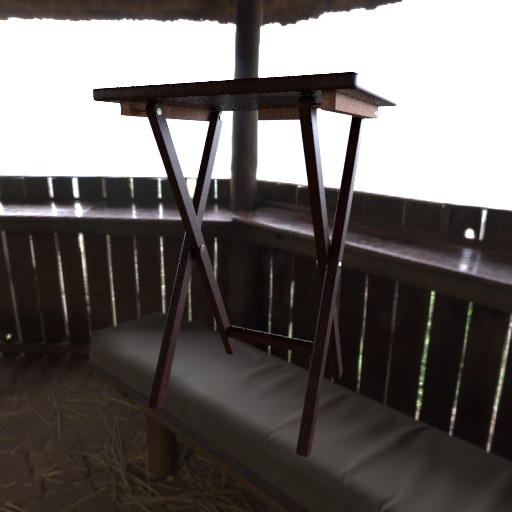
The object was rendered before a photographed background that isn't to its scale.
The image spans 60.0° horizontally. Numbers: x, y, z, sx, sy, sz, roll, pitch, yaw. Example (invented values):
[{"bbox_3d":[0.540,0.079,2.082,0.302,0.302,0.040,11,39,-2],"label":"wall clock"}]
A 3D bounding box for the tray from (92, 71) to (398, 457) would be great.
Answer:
[{"bbox_3d":[0.000,0.000,0.946,0.483,0.660,0.381,7,16,25],"label":"tray"}]
